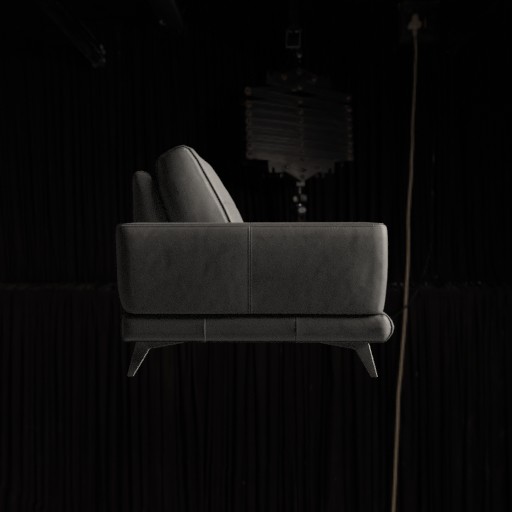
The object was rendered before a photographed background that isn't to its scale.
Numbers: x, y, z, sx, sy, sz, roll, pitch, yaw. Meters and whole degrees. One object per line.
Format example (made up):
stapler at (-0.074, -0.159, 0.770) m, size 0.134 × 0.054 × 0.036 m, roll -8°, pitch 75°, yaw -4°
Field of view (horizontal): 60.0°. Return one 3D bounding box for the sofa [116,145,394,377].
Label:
sofa at (0.000, 0.000, 2.465) m, size 1.018 × 0.907 × 1.806 m, roll 0°, pitch 0°, yaw 1°
